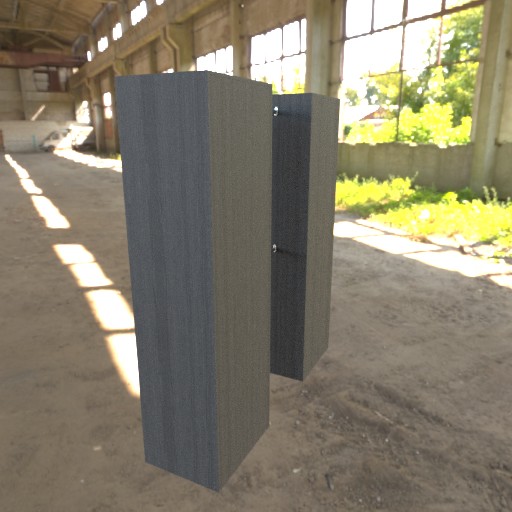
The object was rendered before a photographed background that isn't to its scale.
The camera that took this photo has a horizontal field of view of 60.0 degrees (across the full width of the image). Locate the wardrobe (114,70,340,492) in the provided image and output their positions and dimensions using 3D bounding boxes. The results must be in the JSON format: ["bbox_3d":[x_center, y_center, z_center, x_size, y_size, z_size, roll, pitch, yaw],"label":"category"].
[{"bbox_3d":[0.000,0.000,2.850,0.480,2.000,1.770,8,17,26],"label":"wardrobe"}]
